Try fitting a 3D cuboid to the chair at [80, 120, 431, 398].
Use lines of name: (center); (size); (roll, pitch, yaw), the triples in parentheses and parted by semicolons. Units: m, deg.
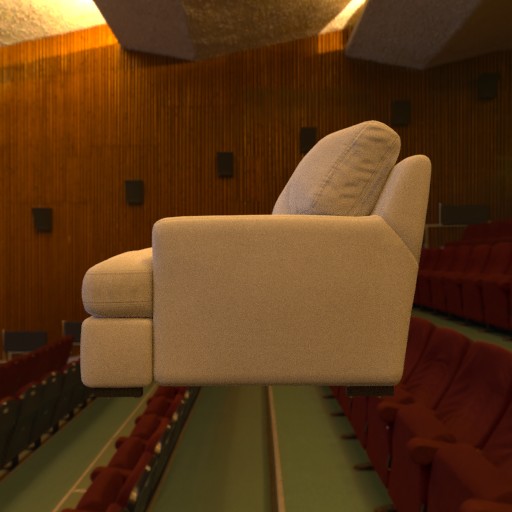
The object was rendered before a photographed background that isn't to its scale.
chair: (0.000, 0.000, 1.964); (1.158, 0.930, 1.140); (0, 0, -1)
